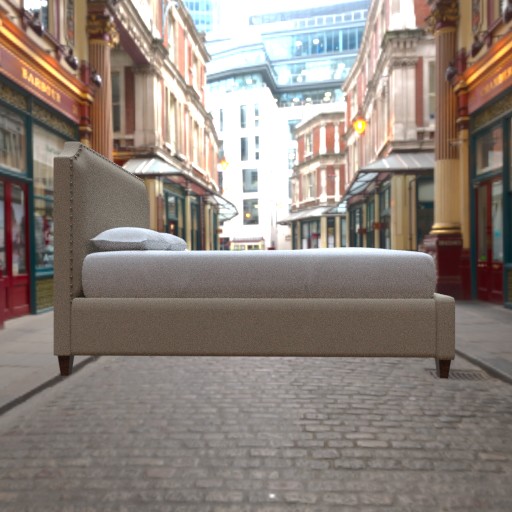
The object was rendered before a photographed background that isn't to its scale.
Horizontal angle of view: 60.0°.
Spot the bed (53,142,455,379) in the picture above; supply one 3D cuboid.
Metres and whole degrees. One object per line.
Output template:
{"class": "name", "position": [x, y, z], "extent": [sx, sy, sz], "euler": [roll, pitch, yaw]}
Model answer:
{"class": "bed", "position": [0.000, 0.000, 3.399], "extent": [2.329, 1.415, 1.703], "euler": [0, 0, 1]}
